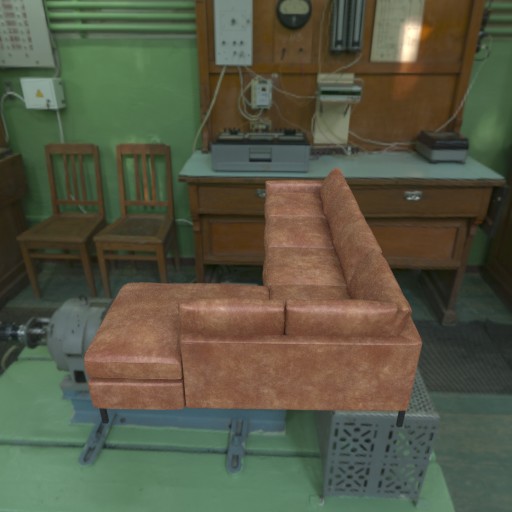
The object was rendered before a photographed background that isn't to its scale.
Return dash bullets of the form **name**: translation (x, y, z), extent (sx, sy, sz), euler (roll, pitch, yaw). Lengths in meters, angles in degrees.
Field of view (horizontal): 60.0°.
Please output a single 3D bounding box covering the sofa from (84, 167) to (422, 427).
- **sofa**: translation (0.000, 0.000, 3.857), extent (1.938, 0.877, 2.984), euler (1, 27, 1)
